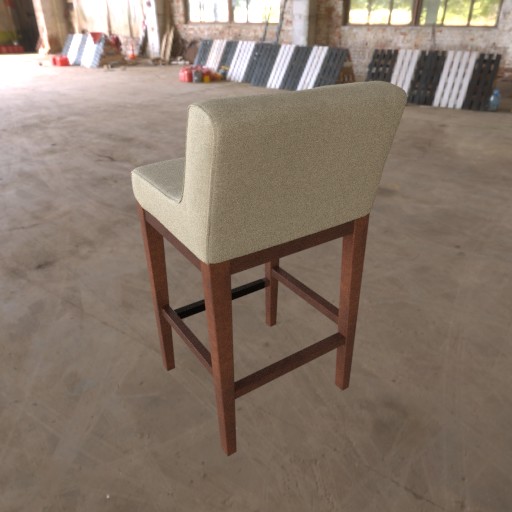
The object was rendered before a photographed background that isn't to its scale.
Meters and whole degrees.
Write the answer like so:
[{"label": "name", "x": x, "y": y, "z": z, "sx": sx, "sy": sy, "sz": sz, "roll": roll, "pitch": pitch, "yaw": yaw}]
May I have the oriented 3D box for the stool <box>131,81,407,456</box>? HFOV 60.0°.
[{"label": "stool", "x": 0.000, "y": 0.000, "z": 1.249, "sx": 0.511, "sy": 0.937, "sz": 0.500, "roll": -18, "pitch": 34, "yaw": -29}]
